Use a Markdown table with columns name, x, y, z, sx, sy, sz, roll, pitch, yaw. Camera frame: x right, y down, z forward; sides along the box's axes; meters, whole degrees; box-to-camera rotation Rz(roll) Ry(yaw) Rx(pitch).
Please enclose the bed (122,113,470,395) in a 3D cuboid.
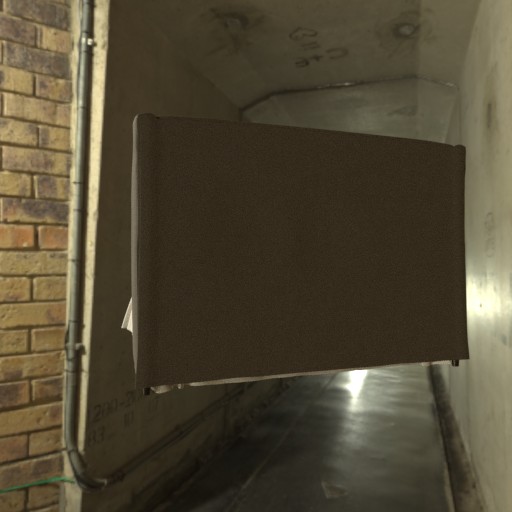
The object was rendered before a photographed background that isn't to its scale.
| name | x | y | z | sx | sy | sz | roll | pitch | yaw |
| --- | --- | --- | --- | --- | --- | --- | --- | --- | --- |
| bed | 0.000 | 0.000 | 3.393 | 1.925 | 1.332 | 2.276 | 0 | -1 | -18 |
